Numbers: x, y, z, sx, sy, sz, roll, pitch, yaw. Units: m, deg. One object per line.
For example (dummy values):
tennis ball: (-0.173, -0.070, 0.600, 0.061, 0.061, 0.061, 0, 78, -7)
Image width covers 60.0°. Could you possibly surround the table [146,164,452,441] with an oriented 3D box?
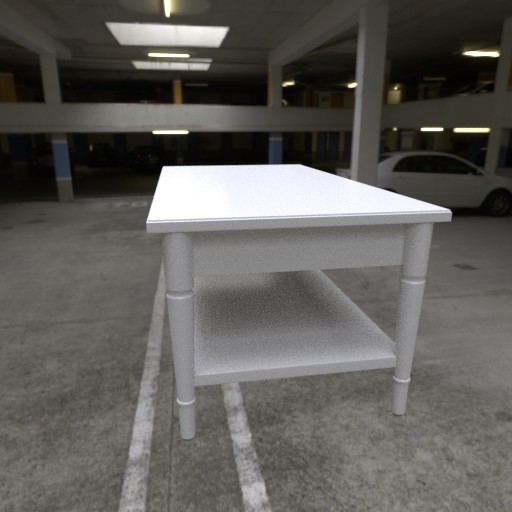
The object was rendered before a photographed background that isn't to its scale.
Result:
table: (0.000, 0.000, 1.351, 0.559, 0.457, 1.067, -3, 16, -10)
